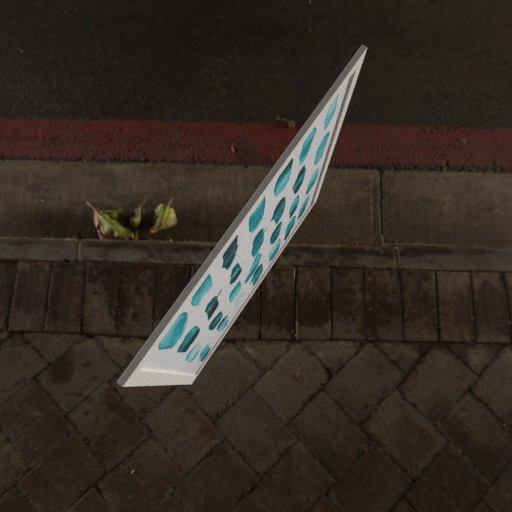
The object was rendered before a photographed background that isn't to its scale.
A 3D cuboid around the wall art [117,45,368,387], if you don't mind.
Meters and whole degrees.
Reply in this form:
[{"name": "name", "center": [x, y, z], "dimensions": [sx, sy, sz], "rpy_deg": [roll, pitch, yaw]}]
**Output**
[{"name": "wall art", "center": [0.000, 0.000, 1.218], "dimensions": [0.013, 0.813, 0.812], "rpy_deg": [33, 77, 9]}]
